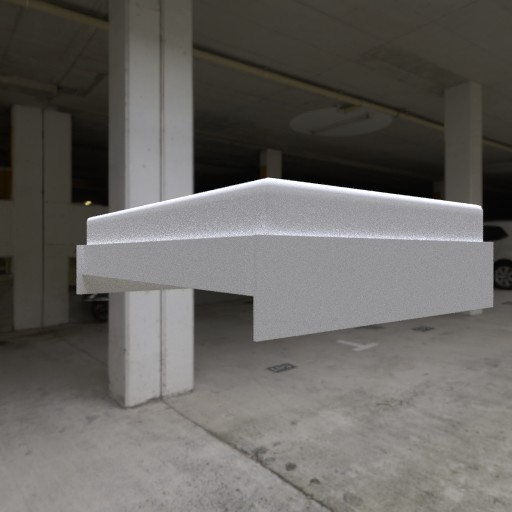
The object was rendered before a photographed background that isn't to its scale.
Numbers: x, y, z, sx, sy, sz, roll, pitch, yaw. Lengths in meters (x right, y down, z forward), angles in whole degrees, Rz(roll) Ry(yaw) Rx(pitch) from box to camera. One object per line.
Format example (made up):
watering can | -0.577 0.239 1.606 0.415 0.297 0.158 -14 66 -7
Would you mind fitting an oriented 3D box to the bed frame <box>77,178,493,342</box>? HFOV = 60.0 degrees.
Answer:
bed frame | 0.000 0.000 2.517 1.445 0.497 1.945 0 0 -37
